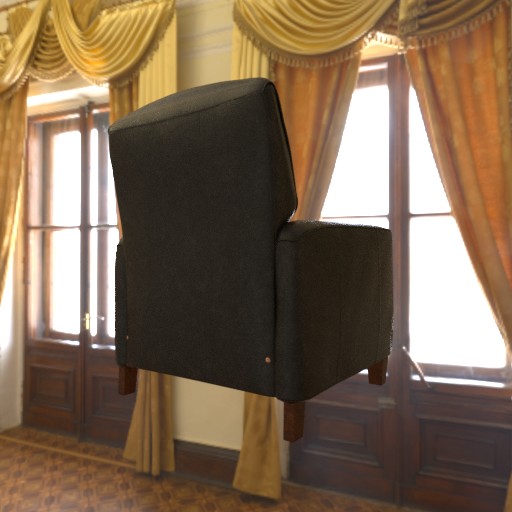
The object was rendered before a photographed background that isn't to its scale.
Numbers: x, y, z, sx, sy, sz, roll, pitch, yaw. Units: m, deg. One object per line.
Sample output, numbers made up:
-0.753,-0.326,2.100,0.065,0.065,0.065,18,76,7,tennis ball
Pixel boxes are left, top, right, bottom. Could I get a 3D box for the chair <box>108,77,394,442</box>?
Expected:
0.000,0.000,1.690,0.848,1.014,0.864,0,-1,36,chair
